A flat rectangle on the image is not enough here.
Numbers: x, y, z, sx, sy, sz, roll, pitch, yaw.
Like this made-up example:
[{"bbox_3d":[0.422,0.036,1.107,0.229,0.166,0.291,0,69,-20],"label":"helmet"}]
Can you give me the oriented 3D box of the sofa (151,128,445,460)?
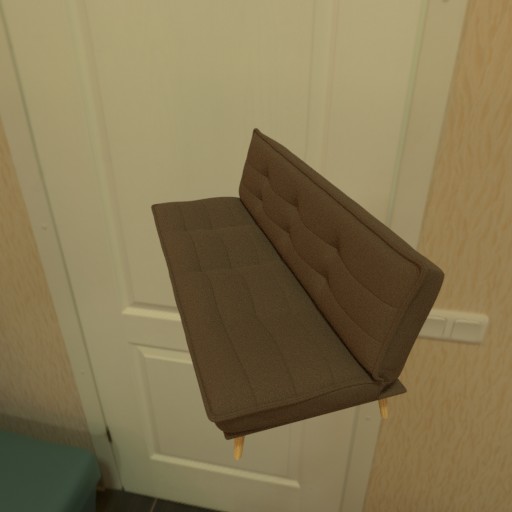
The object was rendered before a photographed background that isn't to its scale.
[{"bbox_3d":[0.000,0.000,2.416,0.950,0.890,1.940,-9,31,-15],"label":"sofa"}]
